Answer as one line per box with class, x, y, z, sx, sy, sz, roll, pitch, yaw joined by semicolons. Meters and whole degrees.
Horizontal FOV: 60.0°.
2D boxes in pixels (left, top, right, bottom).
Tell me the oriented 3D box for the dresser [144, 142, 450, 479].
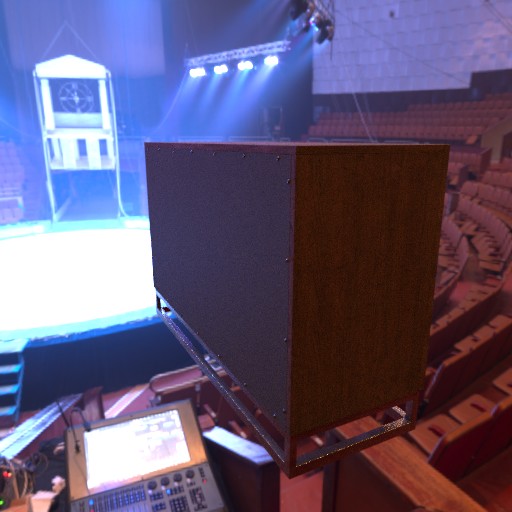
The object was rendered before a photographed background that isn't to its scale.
dresser;0.000;0.000;2.145;0.623;1.061;1.646;-8;17;-26
